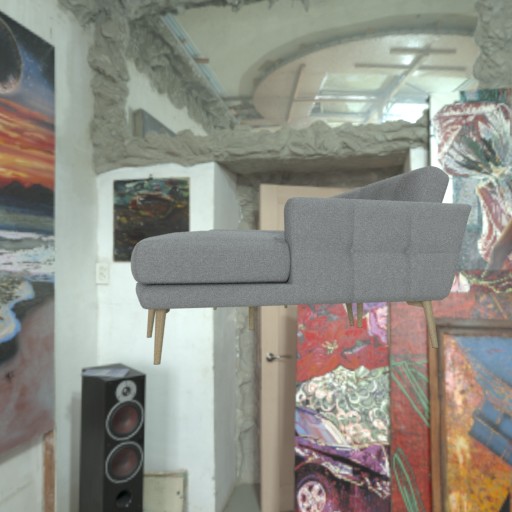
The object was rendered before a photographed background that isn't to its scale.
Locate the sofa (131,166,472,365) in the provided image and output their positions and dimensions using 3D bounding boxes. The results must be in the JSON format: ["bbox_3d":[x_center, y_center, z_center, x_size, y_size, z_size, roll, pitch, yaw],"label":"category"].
[{"bbox_3d":[0.000,0.000,2.793,1.530,0.860,2.040,0,-1,-16],"label":"sofa"}]
